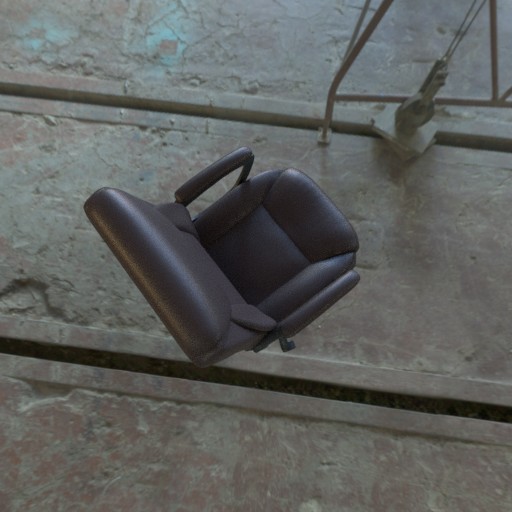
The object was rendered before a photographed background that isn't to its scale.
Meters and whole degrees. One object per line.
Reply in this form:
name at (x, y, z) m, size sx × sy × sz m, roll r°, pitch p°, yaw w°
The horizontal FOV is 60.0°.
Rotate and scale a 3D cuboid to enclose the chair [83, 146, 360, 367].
chair at (0.000, 0.000, 1.461) m, size 0.655 × 1.072 × 0.615 m, roll -37°, pitch 77°, yaw -10°
